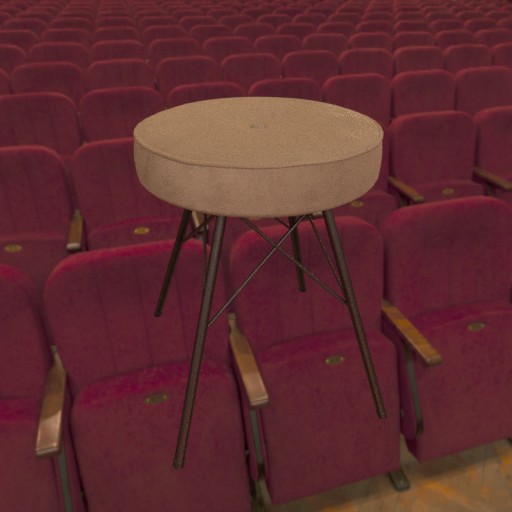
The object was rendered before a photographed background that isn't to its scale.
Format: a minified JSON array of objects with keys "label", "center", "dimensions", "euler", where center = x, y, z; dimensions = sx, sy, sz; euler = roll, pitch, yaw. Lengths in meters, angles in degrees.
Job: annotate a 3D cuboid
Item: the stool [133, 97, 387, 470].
[{"label":"stool","center":[0.000,0.000,0.868],"dimensions":[0.423,0.538,0.457],"euler":[-8,32,-13]}]
